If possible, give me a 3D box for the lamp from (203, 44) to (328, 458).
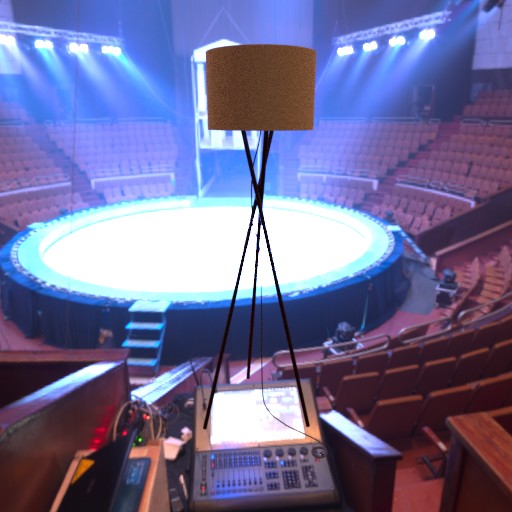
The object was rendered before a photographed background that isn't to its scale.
[{"bbox_3d":[0.000,0.000,1.920,0.522,1.624,0.667,-3,17,-9],"label":"lamp"}]
